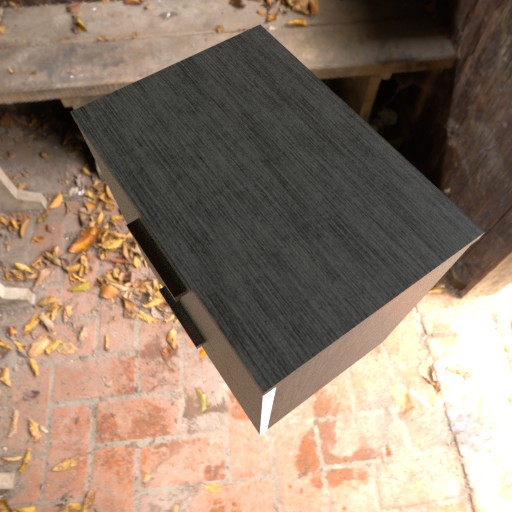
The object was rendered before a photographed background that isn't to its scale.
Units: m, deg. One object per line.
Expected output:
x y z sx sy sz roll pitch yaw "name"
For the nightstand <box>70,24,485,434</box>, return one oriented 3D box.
0.000 0.000 0.747 0.325 0.460 0.441 -32 67 -15 "nightstand"
